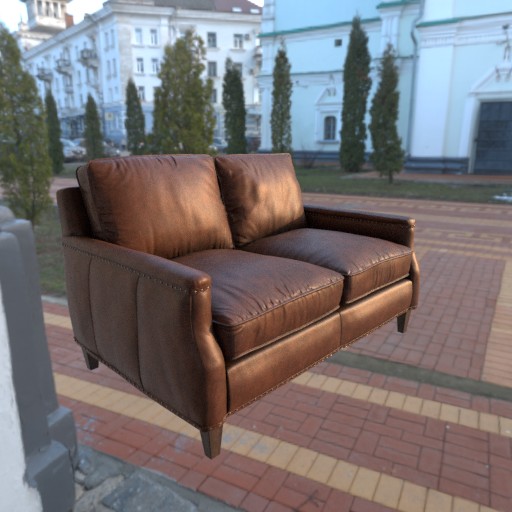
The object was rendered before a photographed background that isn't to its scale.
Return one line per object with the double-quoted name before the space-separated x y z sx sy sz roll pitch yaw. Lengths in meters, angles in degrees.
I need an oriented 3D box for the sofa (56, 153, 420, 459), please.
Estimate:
"sofa" 0.000 0.000 2.249 1.083 1.003 1.628 14 20 42
